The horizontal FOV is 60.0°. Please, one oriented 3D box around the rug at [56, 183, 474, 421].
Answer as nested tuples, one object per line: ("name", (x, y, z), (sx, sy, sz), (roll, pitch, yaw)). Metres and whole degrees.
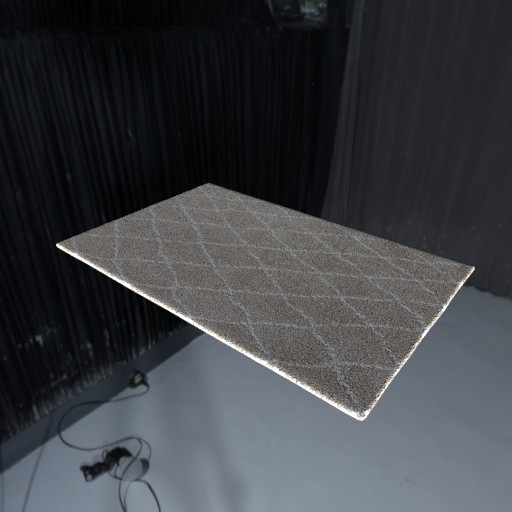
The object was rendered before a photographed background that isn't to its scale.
("rug", (0.000, 0.000, 3.438), (2.743, 0.030, 1.778), (22, 37, 33))
